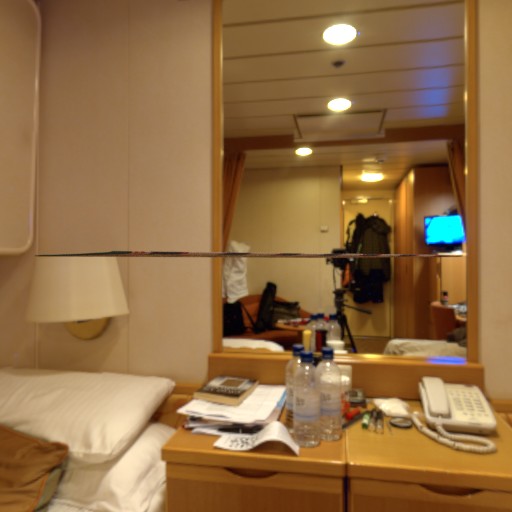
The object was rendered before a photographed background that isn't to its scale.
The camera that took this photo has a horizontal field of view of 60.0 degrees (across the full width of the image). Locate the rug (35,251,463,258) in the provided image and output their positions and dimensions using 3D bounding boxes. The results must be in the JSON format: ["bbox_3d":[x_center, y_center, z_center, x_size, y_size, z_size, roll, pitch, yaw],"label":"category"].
[{"bbox_3d":[0.000,0.000,2.974,2.447,0.011,1.520,0,-1,-36],"label":"rug"}]
